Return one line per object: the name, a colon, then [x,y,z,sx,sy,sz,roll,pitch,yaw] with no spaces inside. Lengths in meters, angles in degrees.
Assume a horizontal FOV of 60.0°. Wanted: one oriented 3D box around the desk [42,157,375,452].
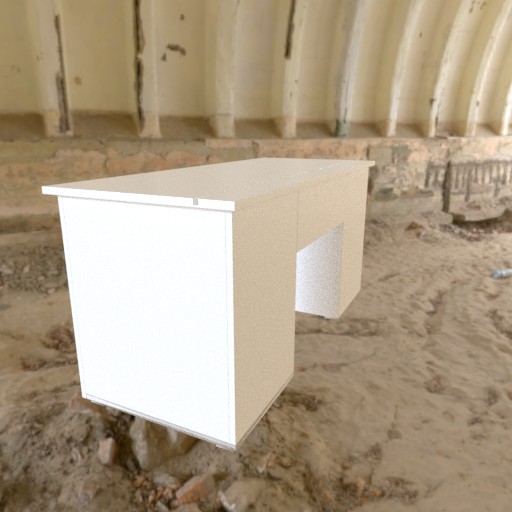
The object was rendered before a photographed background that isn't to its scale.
desk: [0.000,0.000,1.986,0.670,0.760,1.580,8,18,25]
